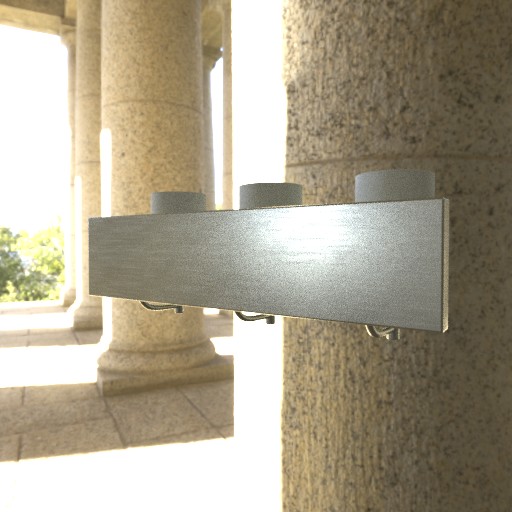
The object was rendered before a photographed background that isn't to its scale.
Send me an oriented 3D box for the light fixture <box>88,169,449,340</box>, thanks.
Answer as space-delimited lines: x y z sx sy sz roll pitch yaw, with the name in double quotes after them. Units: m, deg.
0.000 0.000 0.529 0.451 0.172 0.145 1 2 35 "light fixture"
